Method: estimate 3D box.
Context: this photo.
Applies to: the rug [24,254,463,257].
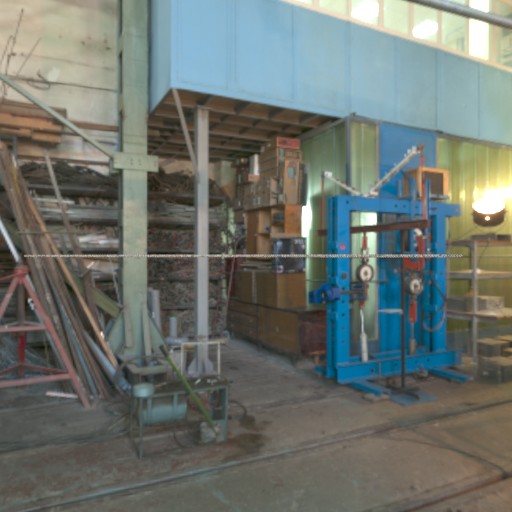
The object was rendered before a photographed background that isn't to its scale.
[{"bbox_3d":[0.000,0.000,2.897,2.283,0.013,1.547,0,0,18],"label":"rug"}]
